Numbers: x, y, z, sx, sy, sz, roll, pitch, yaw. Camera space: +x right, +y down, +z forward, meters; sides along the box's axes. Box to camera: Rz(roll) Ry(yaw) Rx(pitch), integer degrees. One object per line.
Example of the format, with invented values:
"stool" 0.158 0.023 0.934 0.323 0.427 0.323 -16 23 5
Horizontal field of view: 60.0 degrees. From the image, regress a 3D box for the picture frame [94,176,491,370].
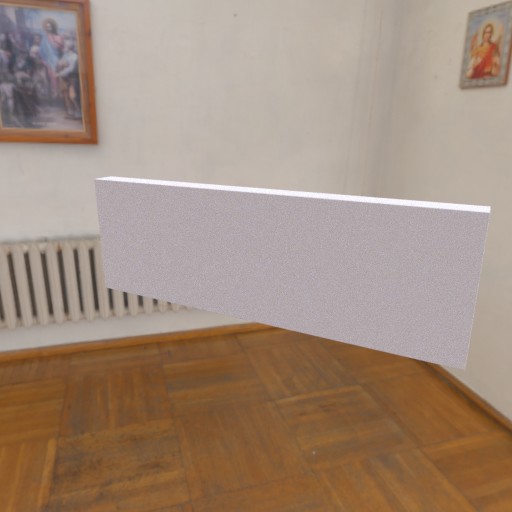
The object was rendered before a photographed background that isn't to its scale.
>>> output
"picture frame" 0.000 0.000 0.841 0.759 0.250 0.050 9 19 26
